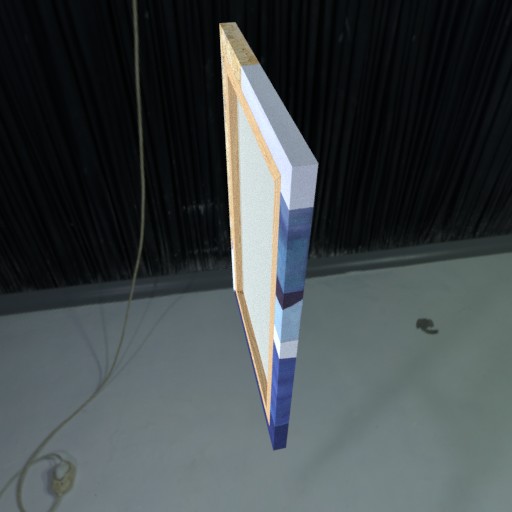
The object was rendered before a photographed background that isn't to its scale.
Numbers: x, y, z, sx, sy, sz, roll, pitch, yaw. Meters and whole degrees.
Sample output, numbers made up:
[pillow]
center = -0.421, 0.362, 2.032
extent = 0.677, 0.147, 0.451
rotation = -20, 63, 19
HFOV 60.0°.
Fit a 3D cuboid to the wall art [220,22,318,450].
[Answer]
[wall art]
center = 0.000, 0.000, 1.119
extent = 0.039, 0.911, 0.607
rotation = -9, 45, -9
